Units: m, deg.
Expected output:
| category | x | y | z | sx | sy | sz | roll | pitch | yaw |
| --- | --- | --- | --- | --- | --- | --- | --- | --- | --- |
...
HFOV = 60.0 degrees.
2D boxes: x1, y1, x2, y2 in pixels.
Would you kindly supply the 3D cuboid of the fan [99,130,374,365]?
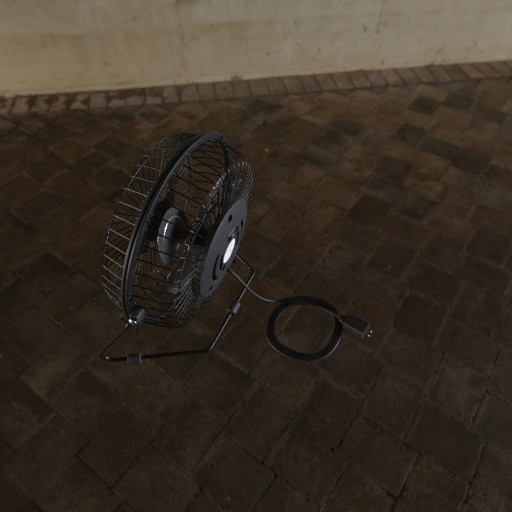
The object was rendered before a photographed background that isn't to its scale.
| category | x | y | z | sx | sy | sz | roll | pitch | yaw |
| --- | --- | --- | --- | --- | --- | --- | --- | --- | --- |
| fan | 0.000 | 0.000 | 0.382 | 0.227 | 0.188 | 0.209 | 17 | 49 | 16 |
